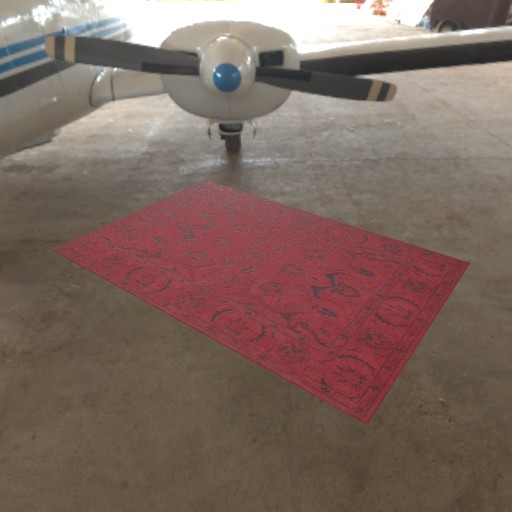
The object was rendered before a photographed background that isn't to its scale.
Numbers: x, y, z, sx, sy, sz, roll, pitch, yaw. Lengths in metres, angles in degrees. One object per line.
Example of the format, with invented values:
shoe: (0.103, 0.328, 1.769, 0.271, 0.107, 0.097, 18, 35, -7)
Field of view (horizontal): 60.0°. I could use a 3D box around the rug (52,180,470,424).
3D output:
rug: (0.000, 0.000, 2.305, 1.814, 0.008, 1.209, 22, 38, 31)
